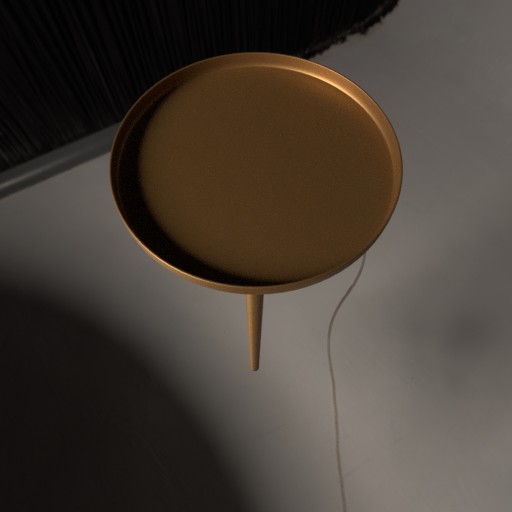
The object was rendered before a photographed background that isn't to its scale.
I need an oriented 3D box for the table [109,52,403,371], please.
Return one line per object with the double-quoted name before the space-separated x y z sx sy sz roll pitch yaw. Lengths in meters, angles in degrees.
"table" 0.000 0.000 0.670 0.299 0.480 0.299 -29 67 -13
